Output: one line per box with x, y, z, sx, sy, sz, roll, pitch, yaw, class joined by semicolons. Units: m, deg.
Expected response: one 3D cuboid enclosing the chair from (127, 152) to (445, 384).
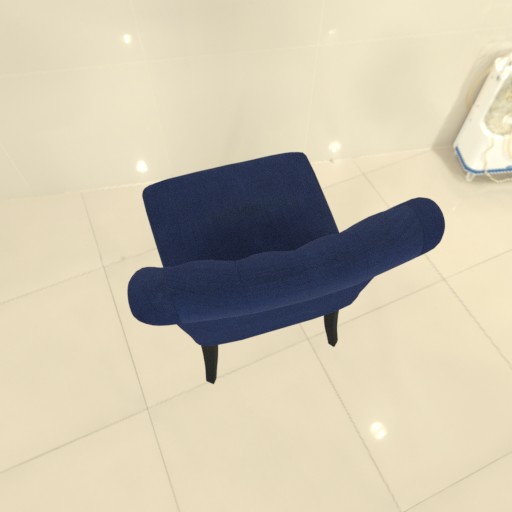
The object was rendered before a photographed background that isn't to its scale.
0.000;0.000;1.193;0.585;0.753;0.606;-15;59;-9;chair
